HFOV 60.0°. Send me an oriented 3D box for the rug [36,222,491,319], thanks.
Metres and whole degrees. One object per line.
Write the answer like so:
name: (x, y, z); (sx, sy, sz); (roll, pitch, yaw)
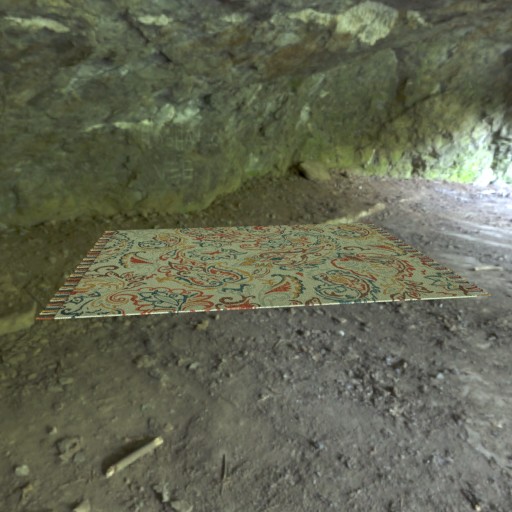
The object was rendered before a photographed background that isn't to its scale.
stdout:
rug: (0.000, 0.000, 4.307); (3.274, 0.015, 2.439); (-2, 17, -7)
